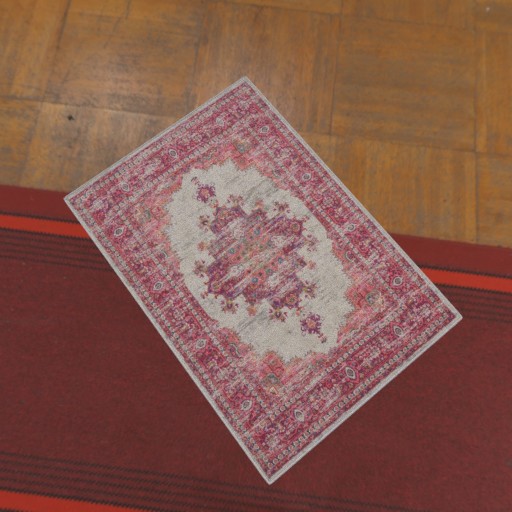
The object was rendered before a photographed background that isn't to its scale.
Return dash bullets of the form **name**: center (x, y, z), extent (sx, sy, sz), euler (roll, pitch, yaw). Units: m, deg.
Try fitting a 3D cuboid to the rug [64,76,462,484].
- **rug**: center (0.000, 0.000, 2.878), extent (1.555, 0.011, 2.232), euler (-37, 78, -9)
